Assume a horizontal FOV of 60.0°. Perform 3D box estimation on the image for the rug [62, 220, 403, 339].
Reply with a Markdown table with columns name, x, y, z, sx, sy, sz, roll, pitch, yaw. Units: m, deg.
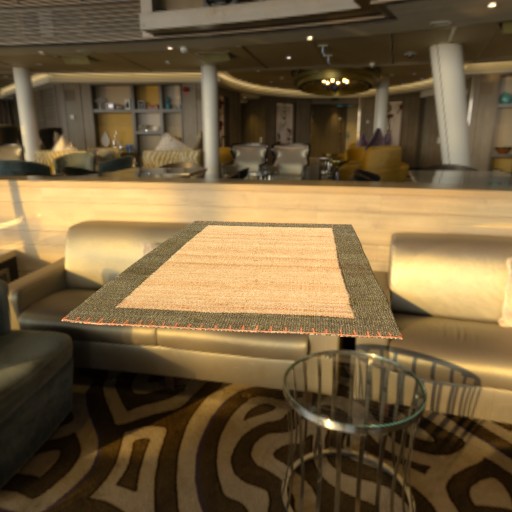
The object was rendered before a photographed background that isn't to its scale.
| name | x | y | z | sx | sy | sz | roll | pitch | yaw |
| --- | --- | --- | --- | --- | --- | --- | --- | --- | --- |
| rug | 0.000 | 0.000 | 3.037 | 1.521 | 0.006 | 2.435 | 2 | 15 | 7 |
